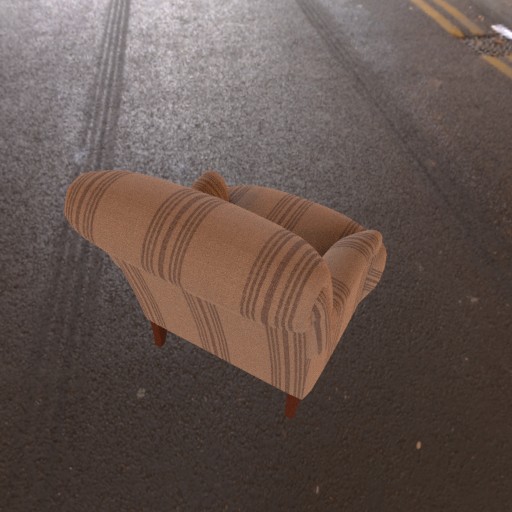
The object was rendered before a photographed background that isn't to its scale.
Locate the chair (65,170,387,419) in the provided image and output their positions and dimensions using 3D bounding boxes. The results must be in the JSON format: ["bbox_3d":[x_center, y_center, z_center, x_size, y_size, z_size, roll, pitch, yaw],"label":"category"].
[{"bbox_3d":[0.000,0.000,1.611,0.813,0.940,0.914,23,50,20],"label":"chair"}]
